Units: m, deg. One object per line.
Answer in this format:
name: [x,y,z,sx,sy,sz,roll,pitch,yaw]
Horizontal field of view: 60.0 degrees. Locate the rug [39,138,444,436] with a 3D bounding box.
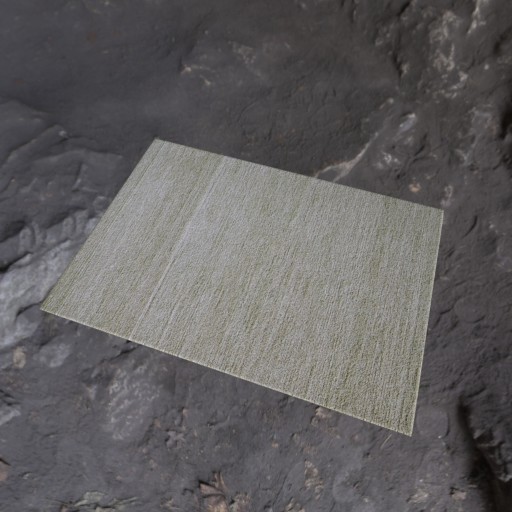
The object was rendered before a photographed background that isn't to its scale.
rug: [0.000,0.000,2.934,2.270,0.017,1.606,16,58,10]
